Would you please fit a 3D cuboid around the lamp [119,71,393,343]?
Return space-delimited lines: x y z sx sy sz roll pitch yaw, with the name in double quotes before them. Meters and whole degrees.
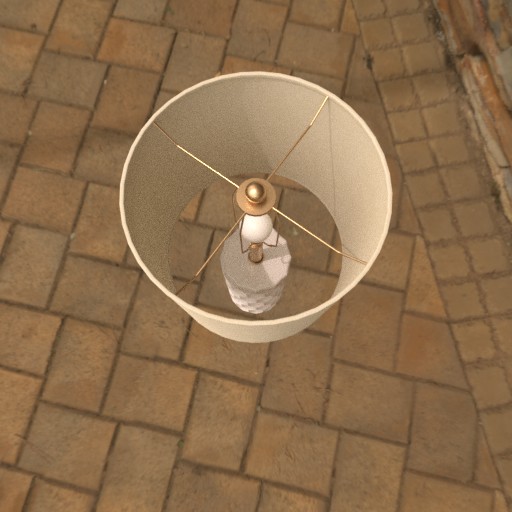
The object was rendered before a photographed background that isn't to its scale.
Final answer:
"lamp" 0.000 0.000 0.708 0.277 0.537 0.277 -15 76 -4
